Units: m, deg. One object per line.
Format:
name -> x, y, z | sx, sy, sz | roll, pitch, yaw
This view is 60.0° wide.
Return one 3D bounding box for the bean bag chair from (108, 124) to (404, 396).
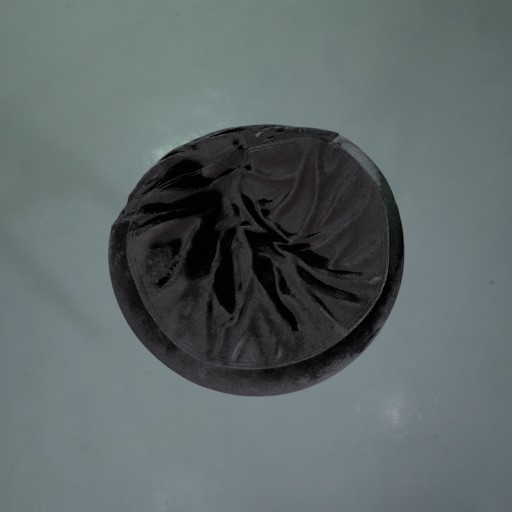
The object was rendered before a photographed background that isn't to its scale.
bean bag chair -> 0.000, 0.000, 1.523 | 0.918, 0.605, 0.918 | 0, 76, 0
